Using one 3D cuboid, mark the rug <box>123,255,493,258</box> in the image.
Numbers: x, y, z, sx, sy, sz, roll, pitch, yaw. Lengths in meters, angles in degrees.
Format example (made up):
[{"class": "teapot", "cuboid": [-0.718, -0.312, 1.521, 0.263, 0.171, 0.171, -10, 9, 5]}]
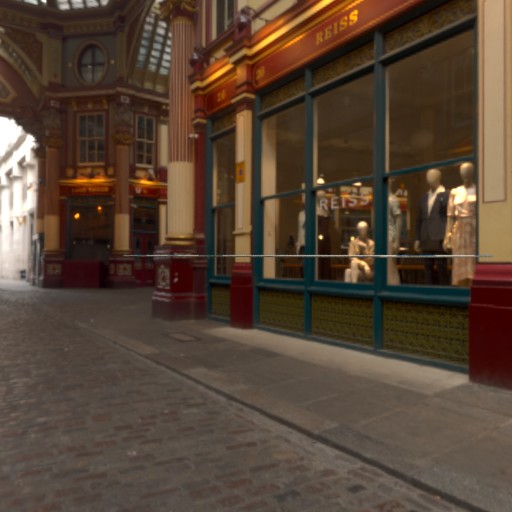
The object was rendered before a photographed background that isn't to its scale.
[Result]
[{"class": "rug", "cuboid": [0.000, 0.000, 2.673, 0.774, 0.008, 2.437, 0, 0, -36]}]
